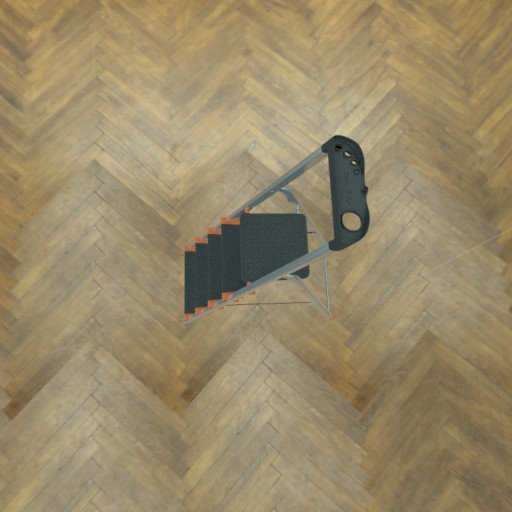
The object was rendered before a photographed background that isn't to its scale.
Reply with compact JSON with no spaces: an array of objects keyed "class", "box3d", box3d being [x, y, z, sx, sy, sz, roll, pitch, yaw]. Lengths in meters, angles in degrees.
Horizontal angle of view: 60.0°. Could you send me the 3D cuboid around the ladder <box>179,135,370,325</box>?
[{"class":"ladder","box3d":[0.000,0.000,2.089,0.995,1.646,0.480,-2,77,0]}]
